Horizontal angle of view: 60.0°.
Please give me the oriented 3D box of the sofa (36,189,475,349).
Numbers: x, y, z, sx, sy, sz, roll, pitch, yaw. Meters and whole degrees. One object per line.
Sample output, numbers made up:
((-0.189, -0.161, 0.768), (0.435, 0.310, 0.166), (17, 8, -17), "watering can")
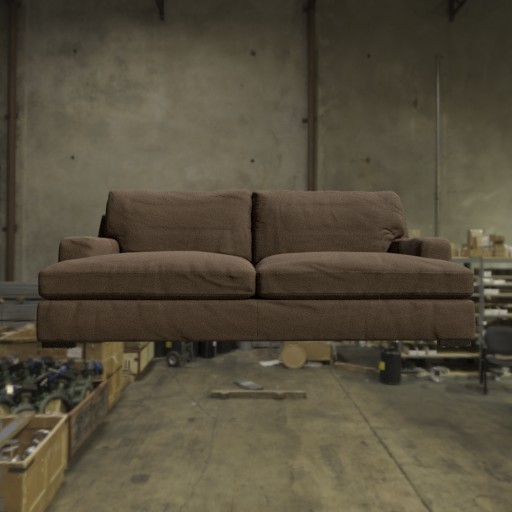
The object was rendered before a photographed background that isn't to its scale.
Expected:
((0.000, 0.000, 2.785), (2.274, 0.950, 1.140), (0, -1, -1), "sofa")
